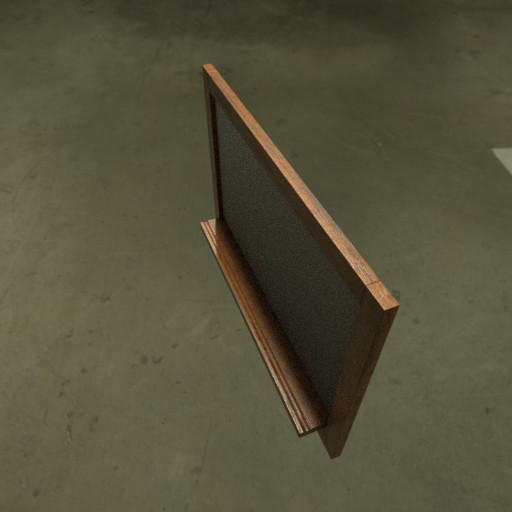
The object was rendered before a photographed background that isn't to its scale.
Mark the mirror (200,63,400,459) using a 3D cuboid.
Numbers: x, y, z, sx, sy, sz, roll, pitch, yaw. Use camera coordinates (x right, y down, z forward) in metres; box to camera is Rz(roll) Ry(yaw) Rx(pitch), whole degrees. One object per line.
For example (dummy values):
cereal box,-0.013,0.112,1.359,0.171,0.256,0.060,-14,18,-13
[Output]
mirror,0.000,0.000,0.983,0.084,0.537,0.758,-17,49,-15
